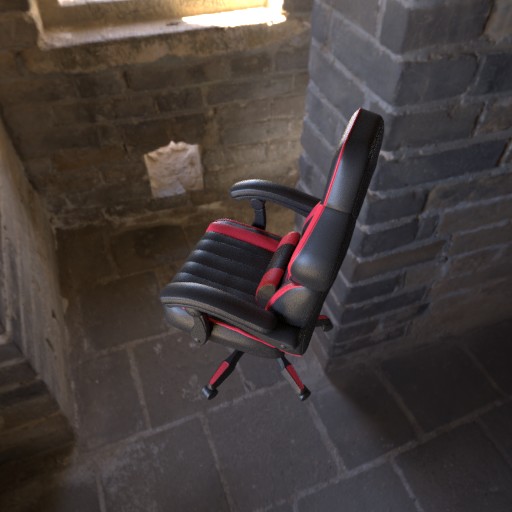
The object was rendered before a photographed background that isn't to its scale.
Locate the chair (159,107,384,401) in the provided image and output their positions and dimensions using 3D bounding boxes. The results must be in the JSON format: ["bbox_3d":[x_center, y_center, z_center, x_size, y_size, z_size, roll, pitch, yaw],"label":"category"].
[{"bbox_3d":[0.000,0.000,1.668,0.700,1.220,0.700,16,49,14],"label":"chair"}]
